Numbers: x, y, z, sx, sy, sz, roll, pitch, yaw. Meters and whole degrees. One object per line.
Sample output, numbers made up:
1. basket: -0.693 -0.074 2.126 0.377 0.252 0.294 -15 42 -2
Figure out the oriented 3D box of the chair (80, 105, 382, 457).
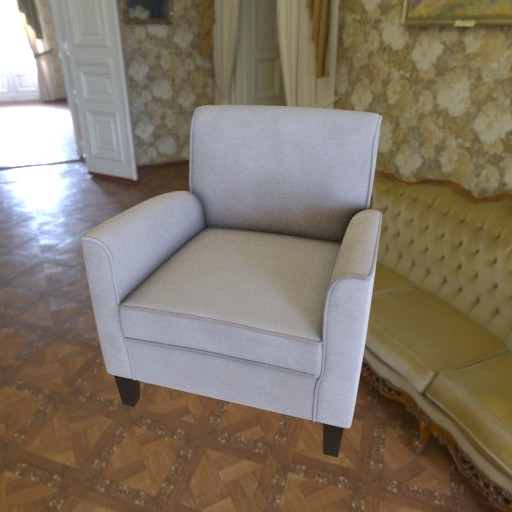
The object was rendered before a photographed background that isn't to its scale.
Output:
1. chair: 0.000 0.000 1.568 0.820 0.915 0.821 8 27 15
